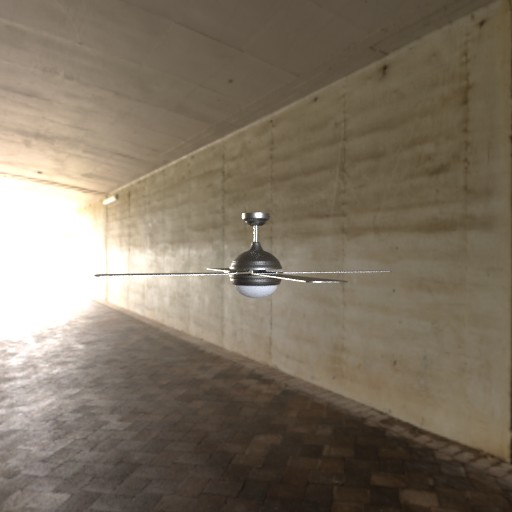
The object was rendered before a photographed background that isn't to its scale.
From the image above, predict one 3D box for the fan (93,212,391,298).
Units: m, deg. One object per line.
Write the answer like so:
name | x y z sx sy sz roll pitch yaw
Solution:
fan | 0.000 0.000 2.008 1.321 0.381 1.321 0 0 1
